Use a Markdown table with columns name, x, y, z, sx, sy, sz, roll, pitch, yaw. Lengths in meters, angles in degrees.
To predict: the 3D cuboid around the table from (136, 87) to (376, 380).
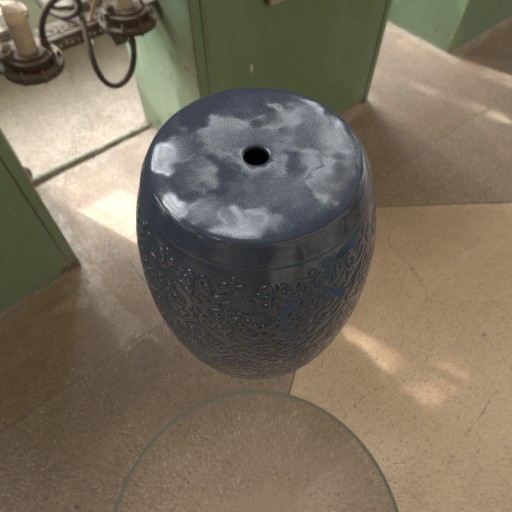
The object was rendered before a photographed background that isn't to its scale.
| name | x | y | z | sx | sy | sz | roll | pitch | yaw |
| --- | --- | --- | --- | --- | --- | --- | --- | --- | --- |
| table | 0.000 | 0.000 | 0.632 | 0.309 | 0.397 | 0.309 | 0 | 57 | 0 |
